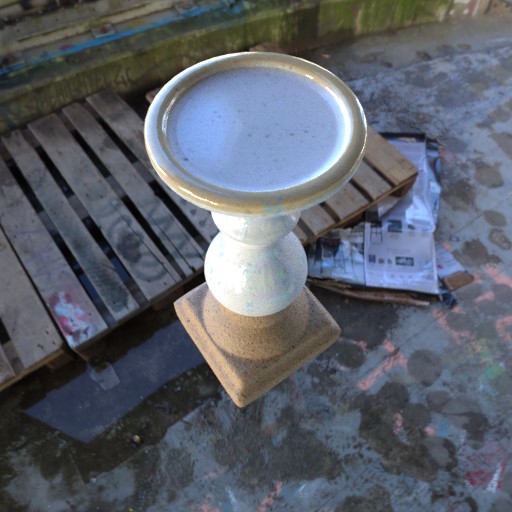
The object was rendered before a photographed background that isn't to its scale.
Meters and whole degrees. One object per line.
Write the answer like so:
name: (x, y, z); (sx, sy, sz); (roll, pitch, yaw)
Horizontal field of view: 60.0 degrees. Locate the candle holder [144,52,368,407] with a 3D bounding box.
candle holder: (0.000, 0.000, 0.302); (0.110, 0.239, 0.110); (-31, 63, -17)
